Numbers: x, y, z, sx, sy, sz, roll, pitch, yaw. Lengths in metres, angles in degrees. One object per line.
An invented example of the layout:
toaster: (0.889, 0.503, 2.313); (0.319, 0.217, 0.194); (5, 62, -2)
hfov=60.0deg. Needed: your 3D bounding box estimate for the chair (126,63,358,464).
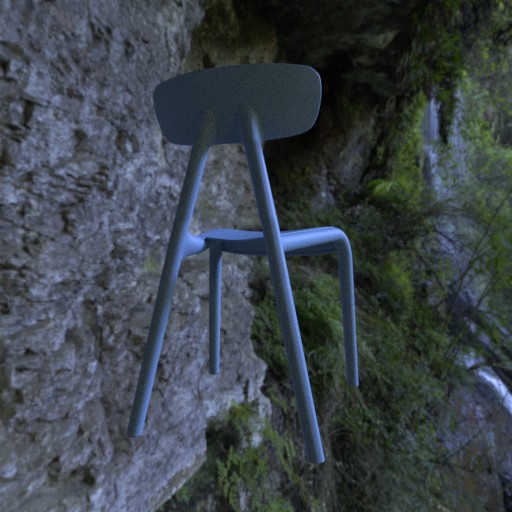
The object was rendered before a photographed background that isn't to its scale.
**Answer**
chair: (0.000, 0.000, 0.850); (0.356, 0.580, 0.401); (0, 0, 17)
